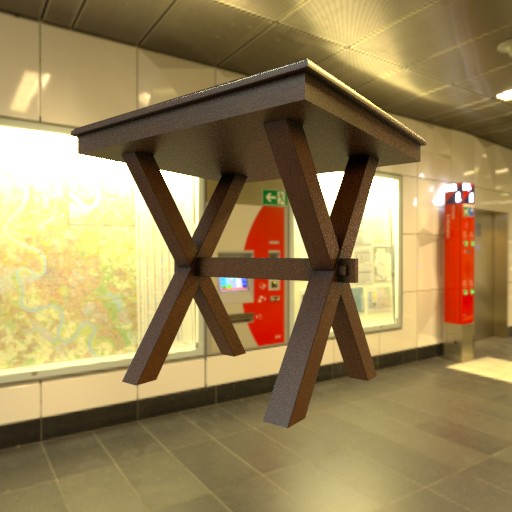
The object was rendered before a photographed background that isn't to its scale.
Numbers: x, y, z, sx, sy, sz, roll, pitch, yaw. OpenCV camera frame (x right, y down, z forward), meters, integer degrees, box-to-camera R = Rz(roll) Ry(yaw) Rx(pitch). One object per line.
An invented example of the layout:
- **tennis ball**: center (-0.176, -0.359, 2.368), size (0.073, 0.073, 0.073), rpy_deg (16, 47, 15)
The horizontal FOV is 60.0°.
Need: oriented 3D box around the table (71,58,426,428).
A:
- **table**: center (0.000, 0.000, 1.023), size (0.602, 0.562, 0.560), rpy_deg (0, 0, 37)
